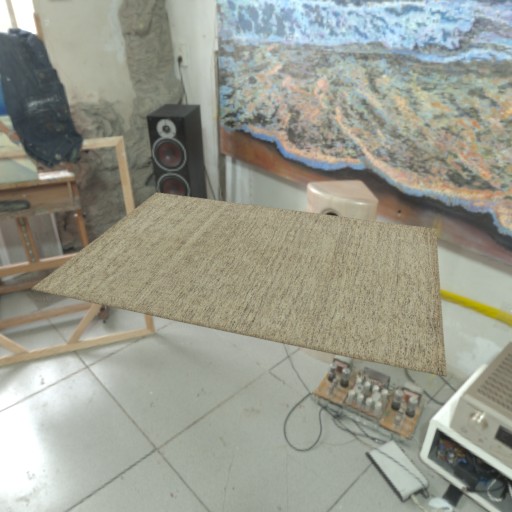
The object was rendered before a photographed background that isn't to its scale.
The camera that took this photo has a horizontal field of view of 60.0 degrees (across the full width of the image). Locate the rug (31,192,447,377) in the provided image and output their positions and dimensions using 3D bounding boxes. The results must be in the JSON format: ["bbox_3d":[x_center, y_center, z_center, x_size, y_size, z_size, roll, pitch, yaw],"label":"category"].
[{"bbox_3d":[0.000,0.000,2.327,1.822,0.018,1.211,9,32,15],"label":"rug"}]
